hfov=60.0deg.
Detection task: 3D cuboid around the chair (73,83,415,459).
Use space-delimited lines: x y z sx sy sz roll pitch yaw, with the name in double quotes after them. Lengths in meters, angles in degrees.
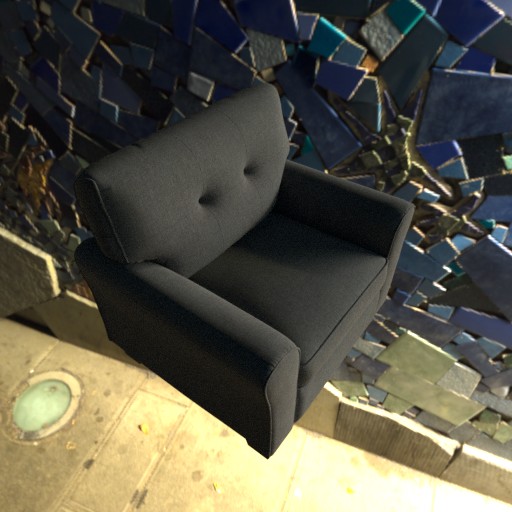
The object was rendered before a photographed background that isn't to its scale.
0.000 0.000 1.595 0.816 0.890 0.941 27 48 27 "chair"
